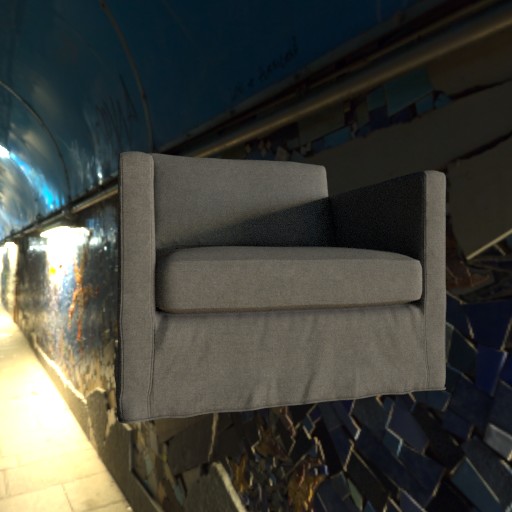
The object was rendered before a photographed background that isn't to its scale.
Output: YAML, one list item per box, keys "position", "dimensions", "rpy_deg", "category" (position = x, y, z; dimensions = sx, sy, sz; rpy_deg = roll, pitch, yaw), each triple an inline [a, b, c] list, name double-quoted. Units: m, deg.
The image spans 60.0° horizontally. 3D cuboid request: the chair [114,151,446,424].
- position: [0.000, 0.000, 1.726]
  dimensions: [1.057, 0.863, 0.949]
  rpy_deg: [0, 0, -17]
  category: "chair"
